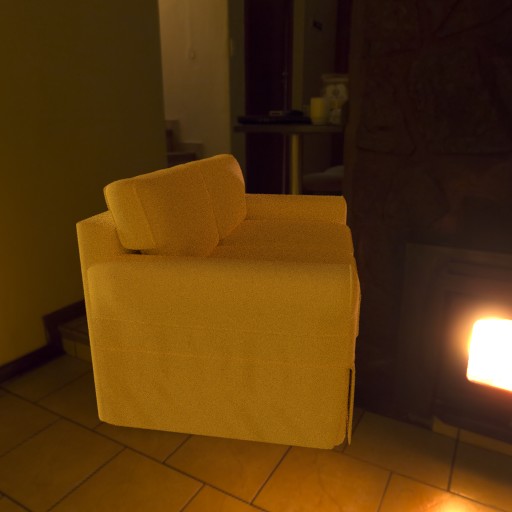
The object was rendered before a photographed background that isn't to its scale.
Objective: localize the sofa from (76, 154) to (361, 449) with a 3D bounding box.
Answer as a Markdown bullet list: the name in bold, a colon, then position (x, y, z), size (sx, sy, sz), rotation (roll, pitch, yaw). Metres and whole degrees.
- **sofa**: position (0.000, 0.000, 2.294), size (0.991, 0.940, 1.727), rotation (3, 17, 9)
